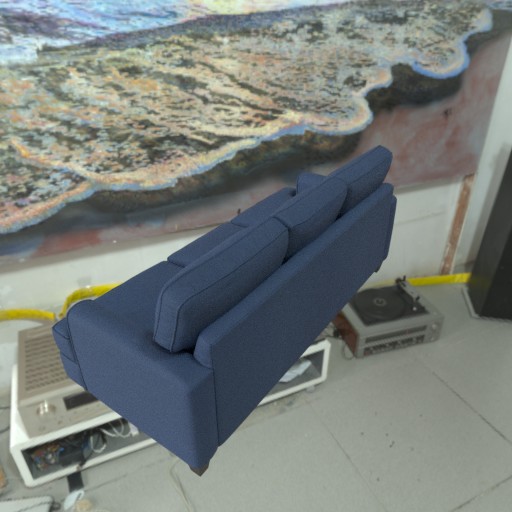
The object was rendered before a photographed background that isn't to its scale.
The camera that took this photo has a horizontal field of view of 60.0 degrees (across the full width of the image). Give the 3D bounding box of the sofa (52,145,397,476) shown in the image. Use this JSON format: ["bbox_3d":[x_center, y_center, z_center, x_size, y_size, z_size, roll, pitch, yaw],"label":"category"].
[{"bbox_3d":[0.000,0.000,2.629,0.951,0.965,2.158,20,37,30],"label":"sofa"}]
